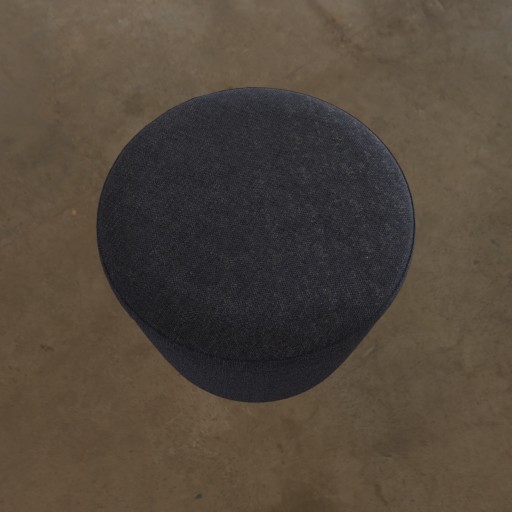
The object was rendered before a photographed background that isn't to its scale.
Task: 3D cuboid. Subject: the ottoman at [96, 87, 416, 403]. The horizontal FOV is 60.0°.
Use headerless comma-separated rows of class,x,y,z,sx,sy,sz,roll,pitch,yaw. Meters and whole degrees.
ottoman,0.000,0.000,0.887,0.520,0.430,0.520,0,65,0
